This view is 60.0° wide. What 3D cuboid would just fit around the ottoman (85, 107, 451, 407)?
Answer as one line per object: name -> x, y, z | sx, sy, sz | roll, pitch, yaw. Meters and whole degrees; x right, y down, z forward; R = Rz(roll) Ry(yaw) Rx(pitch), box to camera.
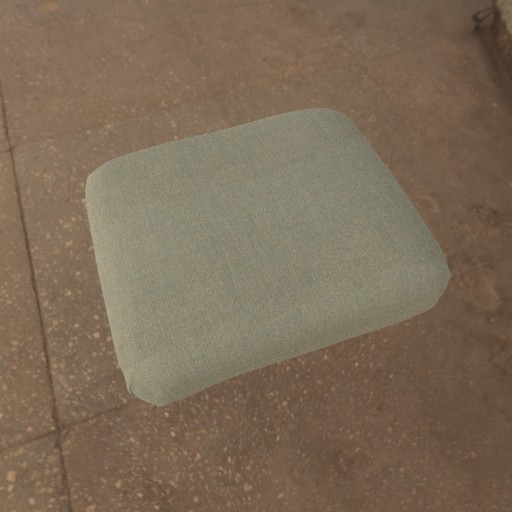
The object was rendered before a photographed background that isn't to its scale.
ottoman -> 0.000, 0.000, 1.157 | 0.747, 0.450, 0.622 | -17, 59, -11
